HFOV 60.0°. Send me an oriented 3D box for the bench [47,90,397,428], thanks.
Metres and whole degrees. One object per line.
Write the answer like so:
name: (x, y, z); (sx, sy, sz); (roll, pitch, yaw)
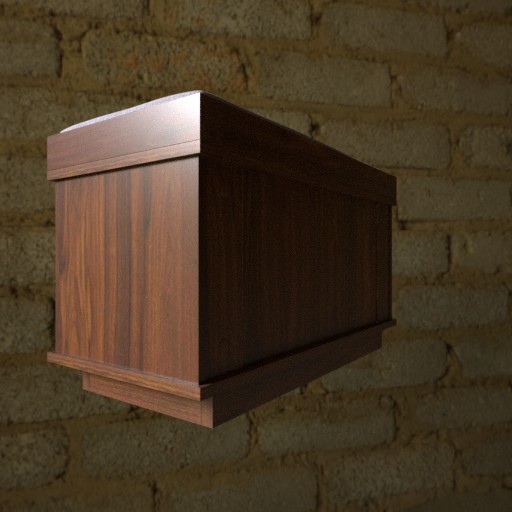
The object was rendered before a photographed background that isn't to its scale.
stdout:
bench: (0.000, 0.000, 0.947); (0.362, 0.461, 0.734); (0, 0, 36)
